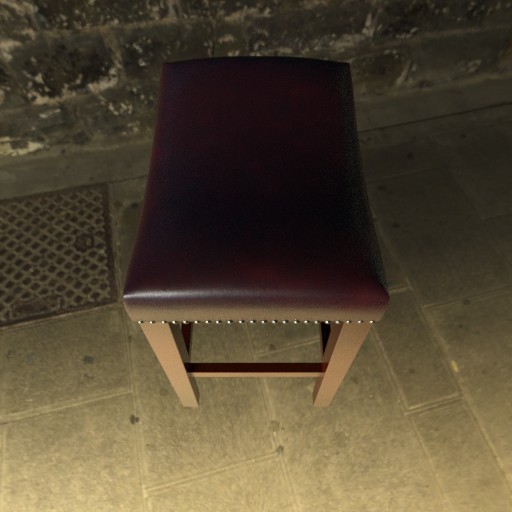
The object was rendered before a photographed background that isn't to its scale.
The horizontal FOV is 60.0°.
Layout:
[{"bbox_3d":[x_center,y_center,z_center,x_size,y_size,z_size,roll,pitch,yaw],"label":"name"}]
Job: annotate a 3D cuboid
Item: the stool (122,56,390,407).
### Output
[{"bbox_3d":[0.000,0.000,0.965,0.372,0.657,0.504,0,59,0],"label":"stool"}]
